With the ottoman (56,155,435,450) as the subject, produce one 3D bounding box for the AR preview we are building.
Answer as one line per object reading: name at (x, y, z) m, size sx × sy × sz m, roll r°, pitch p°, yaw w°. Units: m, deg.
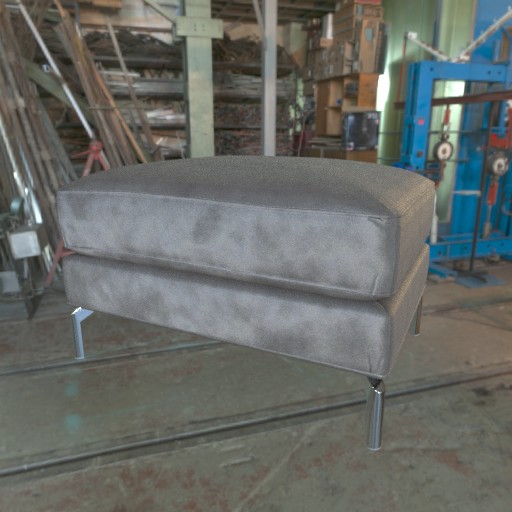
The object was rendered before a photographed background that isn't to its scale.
ottoman at (0.000, 0.000, 1.038) m, size 0.719 × 0.456 × 0.520 m, roll 8°, pitch 17°, yaw 26°
